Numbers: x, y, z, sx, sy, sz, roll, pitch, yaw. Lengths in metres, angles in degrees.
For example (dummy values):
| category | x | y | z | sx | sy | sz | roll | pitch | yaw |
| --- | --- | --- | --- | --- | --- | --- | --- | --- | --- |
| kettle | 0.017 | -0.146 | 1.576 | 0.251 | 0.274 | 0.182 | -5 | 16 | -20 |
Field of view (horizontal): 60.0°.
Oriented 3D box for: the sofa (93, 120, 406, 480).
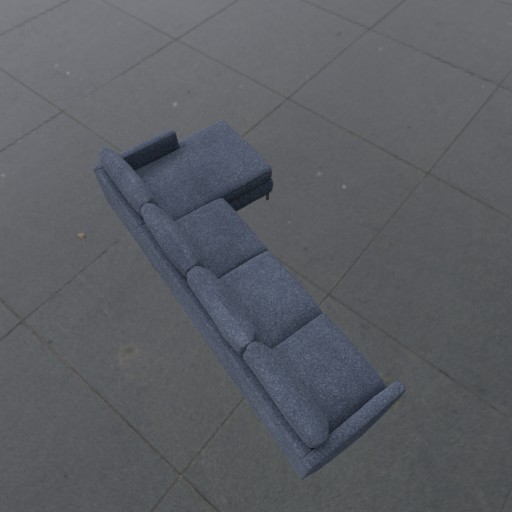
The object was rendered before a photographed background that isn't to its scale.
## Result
| category | x | y | z | sx | sy | sz | roll | pitch | yaw |
| --- | --- | --- | --- | --- | --- | --- | --- | --- | --- |
| sofa | 0.000 | 0.000 | 3.483 | 1.350 | 0.810 | 2.932 | -31 | 63 | -18 |
